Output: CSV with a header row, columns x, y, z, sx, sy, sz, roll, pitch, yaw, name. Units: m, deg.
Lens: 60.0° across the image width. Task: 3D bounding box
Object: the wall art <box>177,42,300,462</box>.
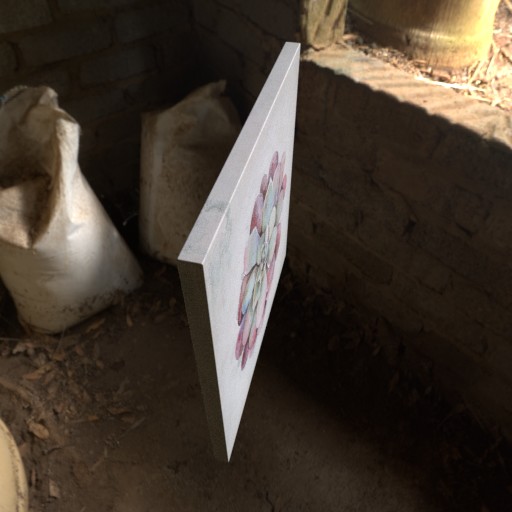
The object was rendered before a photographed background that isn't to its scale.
x,y,z,sx,sy,sz,roll,pitch,yaw,name
0.000,0.000,1.123,0.041,0.762,0.762,10,48,9,wall art
